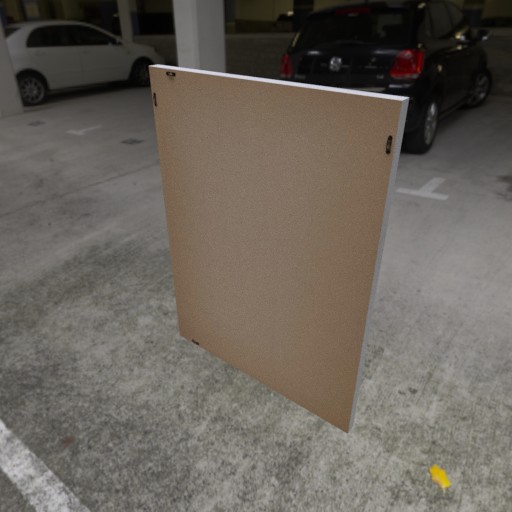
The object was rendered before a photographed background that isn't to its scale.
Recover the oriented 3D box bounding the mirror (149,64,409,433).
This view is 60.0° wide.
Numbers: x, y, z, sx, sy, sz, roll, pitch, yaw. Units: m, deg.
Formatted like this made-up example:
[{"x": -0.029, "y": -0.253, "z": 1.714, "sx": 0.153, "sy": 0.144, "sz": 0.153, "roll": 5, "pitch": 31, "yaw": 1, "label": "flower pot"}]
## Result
[{"x": 0.000, "y": 0.000, "z": 1.352, "sx": 0.762, "sy": 1.016, "sz": 0.041, "roll": 22, "pitch": 37, "yaw": 32, "label": "mirror"}]
